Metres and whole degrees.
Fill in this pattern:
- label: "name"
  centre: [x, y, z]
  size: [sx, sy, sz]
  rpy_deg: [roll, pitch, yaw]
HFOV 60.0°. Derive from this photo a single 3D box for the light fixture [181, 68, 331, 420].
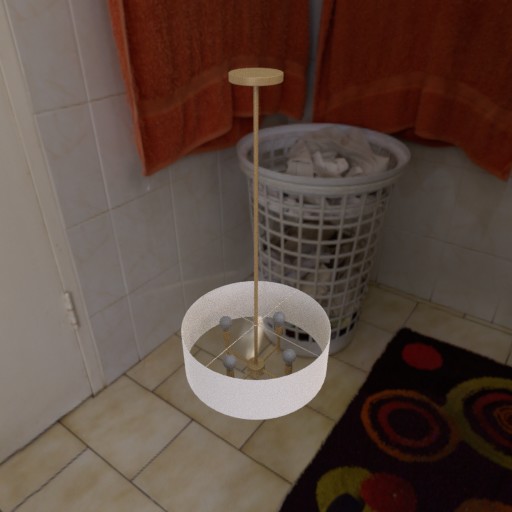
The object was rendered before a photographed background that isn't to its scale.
- label: "light fixture"
  centre: [0.000, 0.000, 1.375]
  size: [0.508, 1.067, 0.508]
  rpy_deg: [0, 32, 0]
